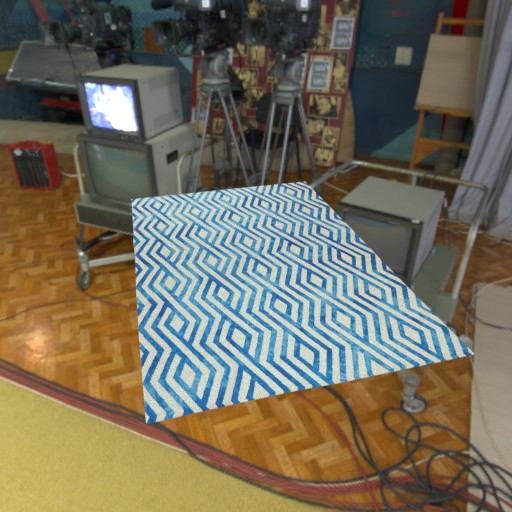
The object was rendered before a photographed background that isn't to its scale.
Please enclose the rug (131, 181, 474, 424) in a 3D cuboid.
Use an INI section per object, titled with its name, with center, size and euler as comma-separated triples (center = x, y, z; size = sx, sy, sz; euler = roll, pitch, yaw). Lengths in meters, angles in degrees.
[rug]
center = 0.000, 0.000, 2.305
size = 1.225, 0.008, 1.830
euler = -8, 32, -13
